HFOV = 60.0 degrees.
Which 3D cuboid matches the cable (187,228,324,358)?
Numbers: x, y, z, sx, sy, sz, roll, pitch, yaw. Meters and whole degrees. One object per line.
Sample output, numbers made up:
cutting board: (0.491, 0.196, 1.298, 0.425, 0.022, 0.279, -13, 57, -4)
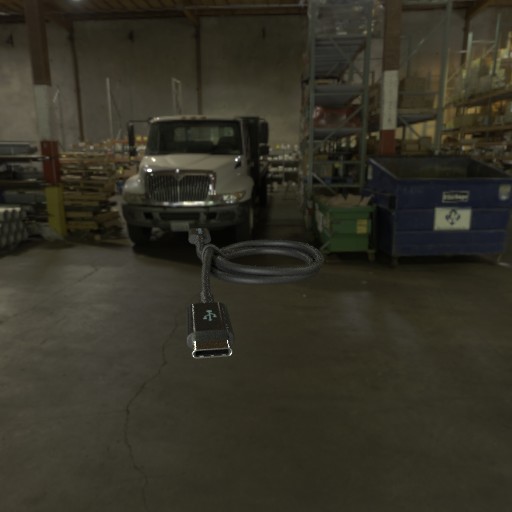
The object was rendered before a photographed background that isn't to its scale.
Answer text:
cable: (0.000, 0.000, 0.225, 0.070, 0.014, 0.203, -2, 13, -8)
